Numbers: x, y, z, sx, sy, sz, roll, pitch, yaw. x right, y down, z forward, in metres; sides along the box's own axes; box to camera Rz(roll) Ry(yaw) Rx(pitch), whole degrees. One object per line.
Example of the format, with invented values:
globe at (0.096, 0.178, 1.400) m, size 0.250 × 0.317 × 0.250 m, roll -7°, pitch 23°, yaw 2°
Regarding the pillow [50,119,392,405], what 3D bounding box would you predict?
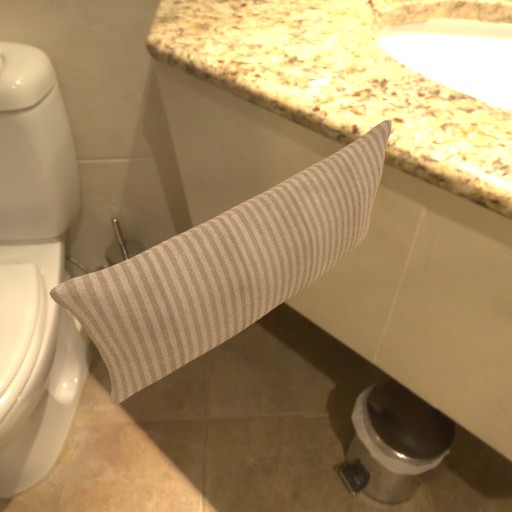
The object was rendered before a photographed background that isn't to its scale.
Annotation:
pillow at (0.000, 0.000, 0.750) m, size 0.617 × 0.295 × 0.151 m, roll -31°, pitch 54°, yaw -26°
